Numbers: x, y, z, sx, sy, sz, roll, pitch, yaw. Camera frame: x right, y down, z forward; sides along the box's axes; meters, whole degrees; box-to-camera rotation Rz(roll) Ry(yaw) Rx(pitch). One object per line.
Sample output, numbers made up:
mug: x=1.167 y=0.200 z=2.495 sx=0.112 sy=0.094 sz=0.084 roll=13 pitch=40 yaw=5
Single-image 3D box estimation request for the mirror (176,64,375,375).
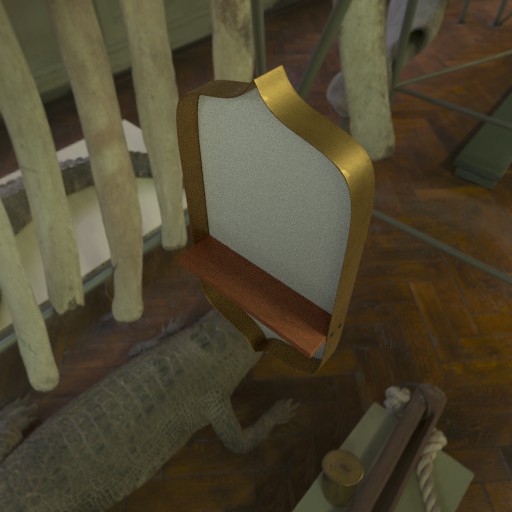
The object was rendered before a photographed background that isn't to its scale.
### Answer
mirror: x=0.000 y=0.000 z=0.742 sx=0.323 sy=0.613 sz=0.096 roll=33 pitch=55 yaw=26
